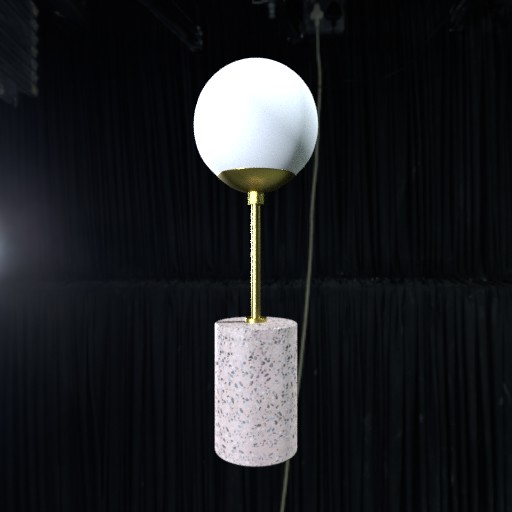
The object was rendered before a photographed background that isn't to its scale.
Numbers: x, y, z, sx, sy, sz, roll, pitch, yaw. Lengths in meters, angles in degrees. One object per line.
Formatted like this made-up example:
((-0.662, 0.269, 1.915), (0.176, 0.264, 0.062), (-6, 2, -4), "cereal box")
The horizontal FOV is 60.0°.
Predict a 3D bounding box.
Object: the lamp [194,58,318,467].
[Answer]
((0.000, 0.000, 0.554), (0.153, 0.480, 0.153), (0, 0, 0), "lamp")
